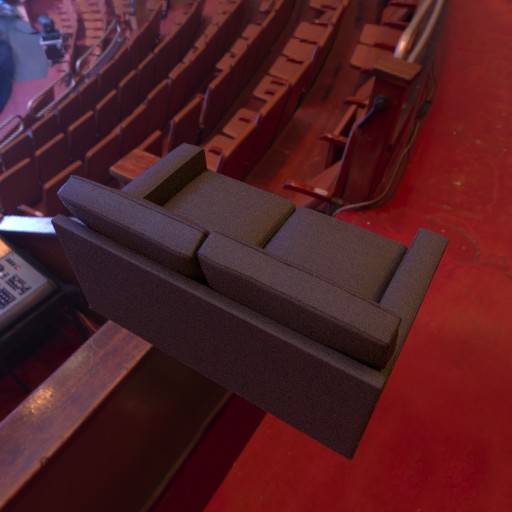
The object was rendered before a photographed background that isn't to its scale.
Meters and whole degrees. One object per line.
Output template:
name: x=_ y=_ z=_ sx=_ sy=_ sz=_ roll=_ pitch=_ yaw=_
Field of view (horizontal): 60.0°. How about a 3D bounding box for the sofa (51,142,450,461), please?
sofa: x=0.000 y=0.000 z=2.128 sx=1.534 sy=0.887 sz=0.974 roll=24 pitch=52 yaw=21
